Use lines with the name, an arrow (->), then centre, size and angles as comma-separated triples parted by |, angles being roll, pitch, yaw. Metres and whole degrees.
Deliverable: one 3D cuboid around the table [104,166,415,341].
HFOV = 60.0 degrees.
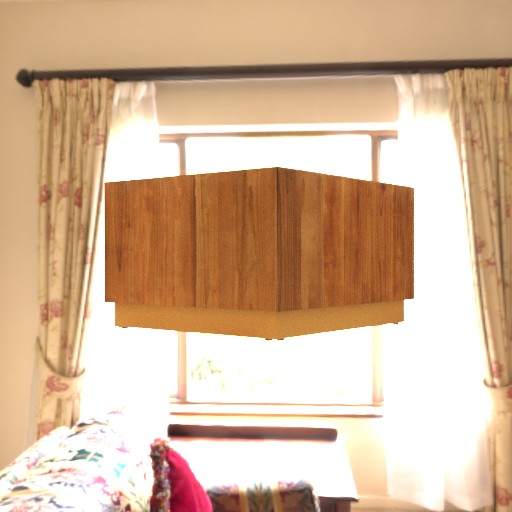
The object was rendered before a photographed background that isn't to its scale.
table -> 0.000, 0.000, 1.706 | 1.154, 0.456, 1.000 | 0, 0, -36
